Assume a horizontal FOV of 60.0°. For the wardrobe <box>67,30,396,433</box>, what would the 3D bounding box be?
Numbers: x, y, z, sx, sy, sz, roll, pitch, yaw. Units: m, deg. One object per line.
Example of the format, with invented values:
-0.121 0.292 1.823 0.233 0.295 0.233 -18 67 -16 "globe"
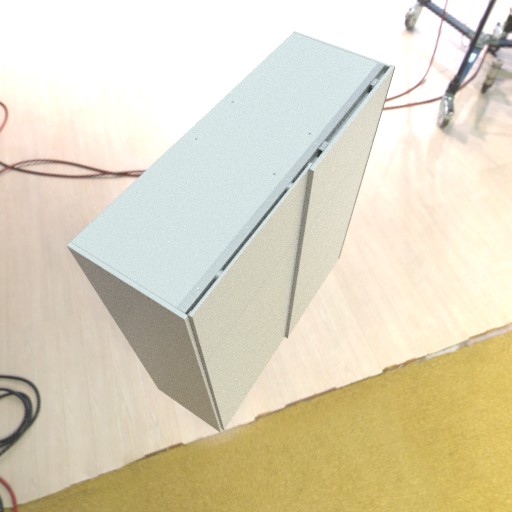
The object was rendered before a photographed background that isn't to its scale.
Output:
0.000 0.000 2.874 0.629 1.960 1.780 28 62 17 "wardrobe"
